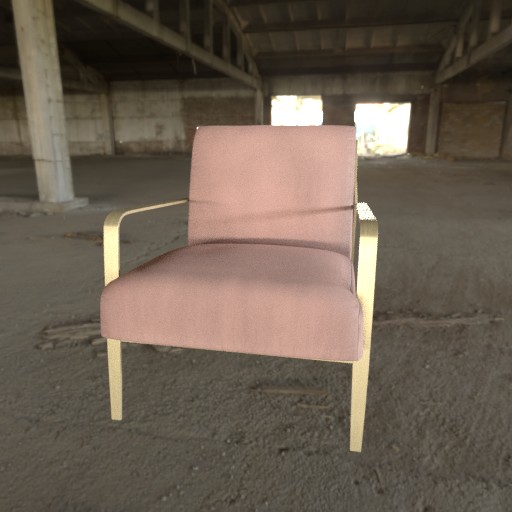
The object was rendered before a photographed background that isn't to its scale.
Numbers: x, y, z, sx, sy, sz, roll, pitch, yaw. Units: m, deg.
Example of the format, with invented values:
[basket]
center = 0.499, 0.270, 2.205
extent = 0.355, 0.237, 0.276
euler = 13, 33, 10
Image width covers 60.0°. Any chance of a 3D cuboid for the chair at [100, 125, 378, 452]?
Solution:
[chair]
center = 0.000, 0.000, 1.429
extent = 0.701, 0.823, 0.848
euler = 3, 16, 11
